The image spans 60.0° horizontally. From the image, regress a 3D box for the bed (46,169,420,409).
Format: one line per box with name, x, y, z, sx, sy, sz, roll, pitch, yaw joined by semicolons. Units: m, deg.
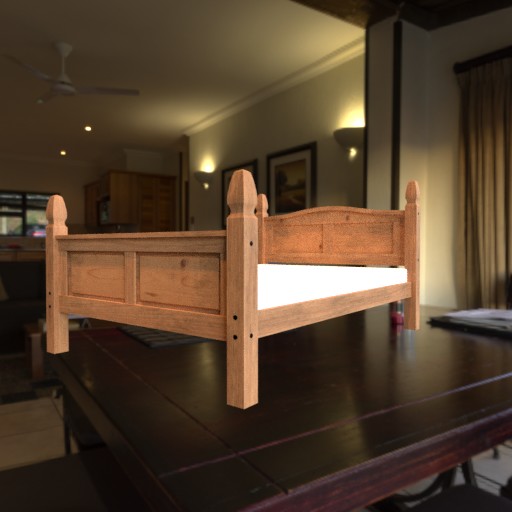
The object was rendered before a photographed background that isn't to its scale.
bed;0.000;0.000;2.932;1.490;1.100;2.069;1;2;38
